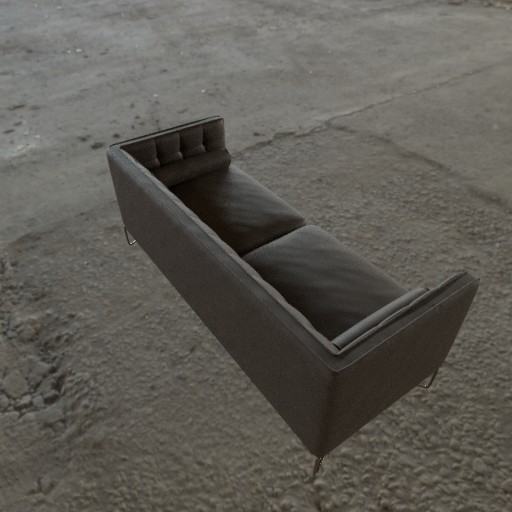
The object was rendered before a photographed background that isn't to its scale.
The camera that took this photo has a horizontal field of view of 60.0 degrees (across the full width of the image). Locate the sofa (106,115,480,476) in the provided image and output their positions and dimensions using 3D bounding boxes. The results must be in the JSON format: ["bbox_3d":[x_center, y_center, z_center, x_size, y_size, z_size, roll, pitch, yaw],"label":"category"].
[{"bbox_3d":[0.000,0.000,2.536,0.867,0.789,2.087,-25,46,-26],"label":"sofa"}]
